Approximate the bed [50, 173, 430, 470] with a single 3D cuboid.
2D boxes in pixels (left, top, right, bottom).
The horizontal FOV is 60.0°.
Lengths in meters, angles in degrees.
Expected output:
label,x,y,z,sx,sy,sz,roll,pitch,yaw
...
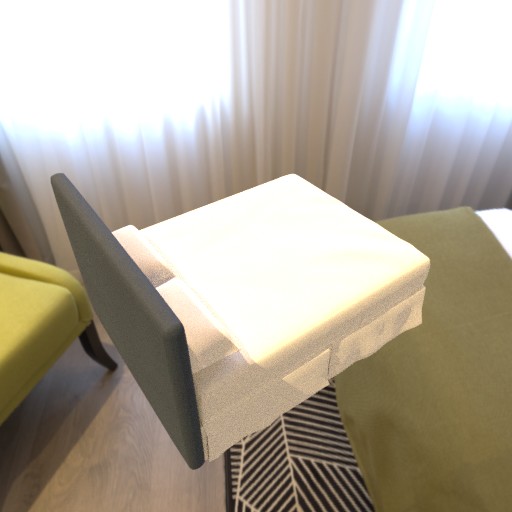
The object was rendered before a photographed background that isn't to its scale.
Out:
label,x,y,z,sx,sy,sz,roll,pitch,yaw
bed,0.000,0.000,3.240,2.162,1.330,1.713,-25,46,-27
